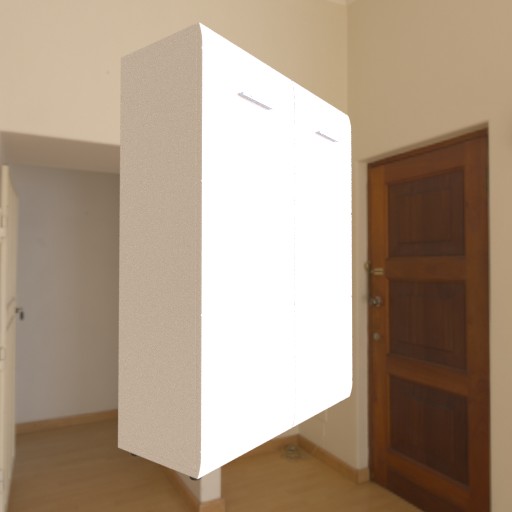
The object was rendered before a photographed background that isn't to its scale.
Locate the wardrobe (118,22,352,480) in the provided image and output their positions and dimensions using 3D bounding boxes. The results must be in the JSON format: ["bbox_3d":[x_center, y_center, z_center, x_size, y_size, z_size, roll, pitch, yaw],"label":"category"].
[{"bbox_3d":[0.000,0.000,1.593,0.360,1.200,0.900,-1,-2,37],"label":"wardrobe"}]
